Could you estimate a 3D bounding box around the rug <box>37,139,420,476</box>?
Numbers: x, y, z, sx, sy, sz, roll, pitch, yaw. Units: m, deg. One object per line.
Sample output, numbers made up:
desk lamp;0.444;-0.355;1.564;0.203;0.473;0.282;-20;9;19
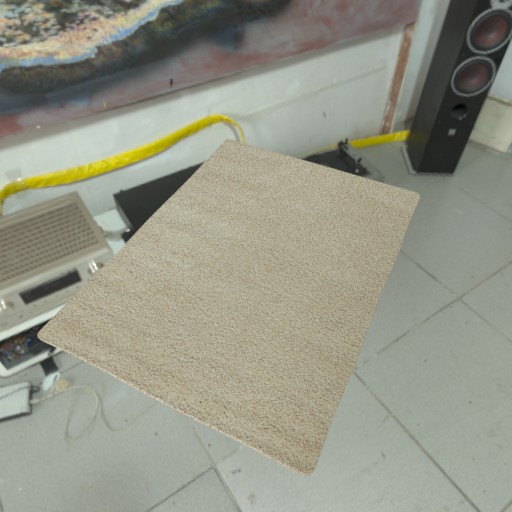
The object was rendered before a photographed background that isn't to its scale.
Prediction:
rug;0.000;0.000;2.102;1.199;0.025;1.600;20;51;18
